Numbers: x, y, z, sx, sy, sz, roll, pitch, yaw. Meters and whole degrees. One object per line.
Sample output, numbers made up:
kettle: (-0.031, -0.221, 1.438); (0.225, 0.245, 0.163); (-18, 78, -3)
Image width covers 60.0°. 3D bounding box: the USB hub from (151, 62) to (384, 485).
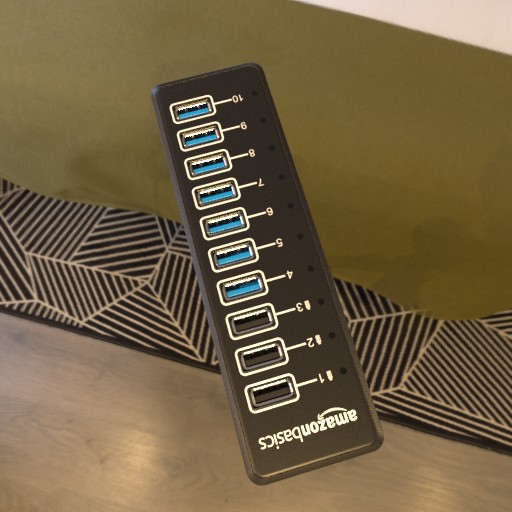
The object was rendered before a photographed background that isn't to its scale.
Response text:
USB hub: (0.000, 0.000, 0.163); (0.044, 0.023, 0.145); (-15, 76, -4)
